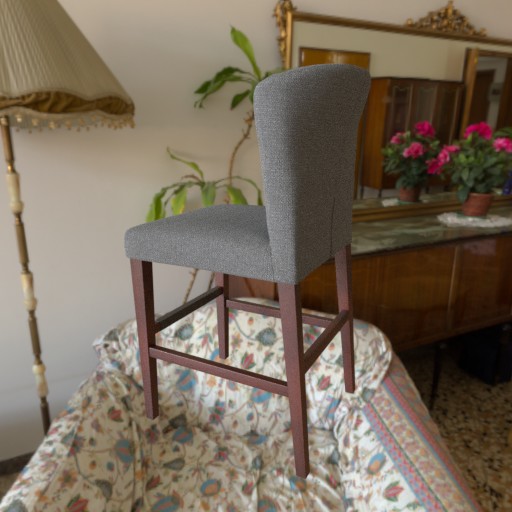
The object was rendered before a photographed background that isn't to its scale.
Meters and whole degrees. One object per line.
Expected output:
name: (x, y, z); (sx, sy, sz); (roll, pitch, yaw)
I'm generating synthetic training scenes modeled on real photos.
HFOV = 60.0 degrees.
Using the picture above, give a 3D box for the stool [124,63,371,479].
stool: (0.000, 0.000, 1.262); (0.568, 0.968, 0.479); (8, 18, 27)
